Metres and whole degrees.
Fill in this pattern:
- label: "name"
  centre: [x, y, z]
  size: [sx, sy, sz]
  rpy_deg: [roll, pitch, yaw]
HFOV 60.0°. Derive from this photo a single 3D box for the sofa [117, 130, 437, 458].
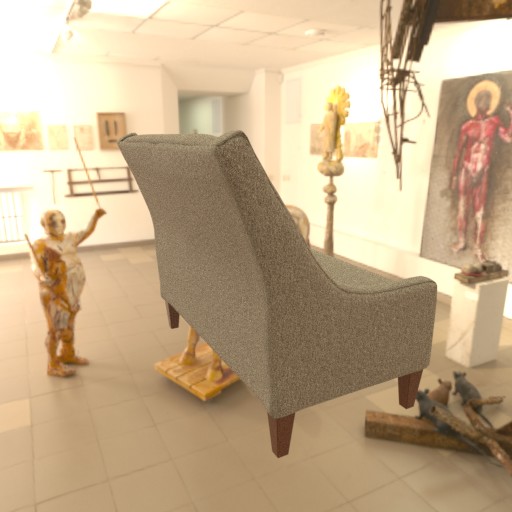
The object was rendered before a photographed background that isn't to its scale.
- label: "sofa"
  centre: [0.000, 0.000, 1.907]
  size: [0.862, 1.026, 1.242]
  rpy_deg: [-8, 17, -27]
